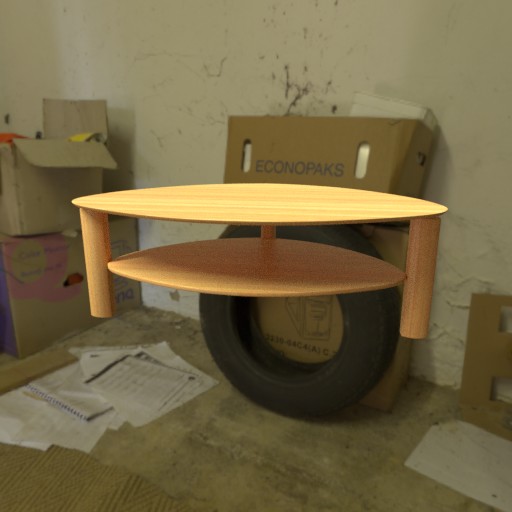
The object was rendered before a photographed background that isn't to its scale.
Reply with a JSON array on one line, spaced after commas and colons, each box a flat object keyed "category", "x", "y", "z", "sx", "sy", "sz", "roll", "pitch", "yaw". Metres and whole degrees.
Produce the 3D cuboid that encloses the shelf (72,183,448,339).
[{"category": "shelf", "x": 0.000, "y": 0.000, "z": 1.653, "sx": 1.246, "sy": 0.440, "sz": 0.845, "roll": 2, "pitch": 16, "yaw": 8}]
